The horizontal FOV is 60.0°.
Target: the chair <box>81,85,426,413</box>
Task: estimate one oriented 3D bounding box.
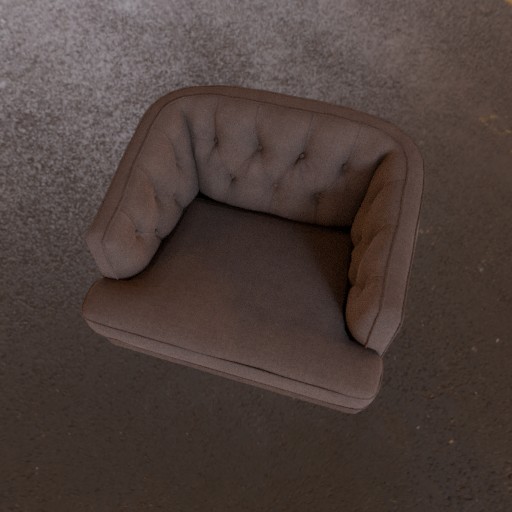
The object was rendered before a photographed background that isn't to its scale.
[{"bbox_3d":[0.000,0.000,1.772,1.104,0.852,0.941,14,59,9],"label":"chair"}]
